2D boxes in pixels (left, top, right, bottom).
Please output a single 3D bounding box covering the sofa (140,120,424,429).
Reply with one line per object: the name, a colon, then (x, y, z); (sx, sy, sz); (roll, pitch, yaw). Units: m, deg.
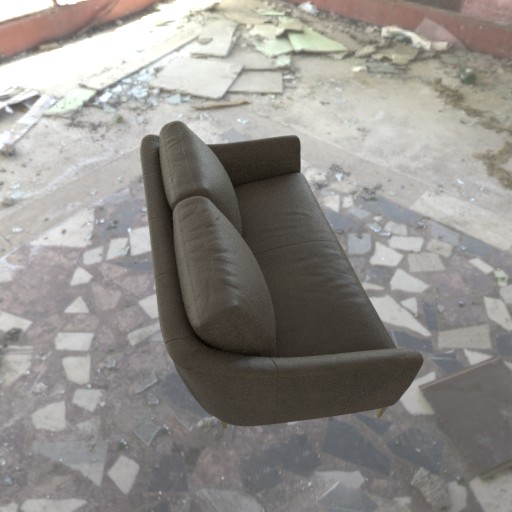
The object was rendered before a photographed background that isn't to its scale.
sofa: (0.000, 0.000, 2.227); (0.960, 0.902, 1.619); (-10, 47, -9)
